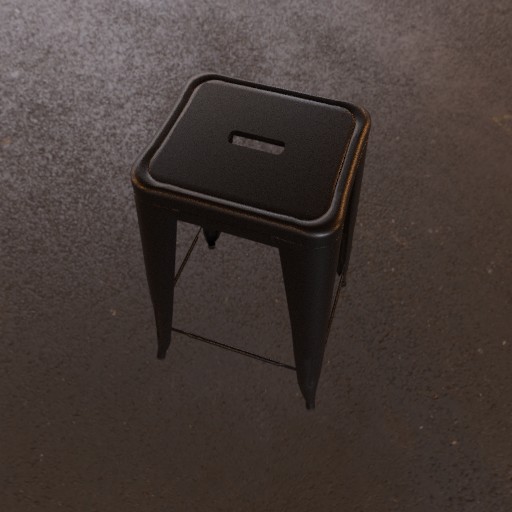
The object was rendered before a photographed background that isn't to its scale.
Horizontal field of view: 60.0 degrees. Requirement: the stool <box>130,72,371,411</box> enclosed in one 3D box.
[{"bbox_3d":[0.000,0.000,0.874,0.399,0.609,0.359,16,60,9],"label":"stool"}]
